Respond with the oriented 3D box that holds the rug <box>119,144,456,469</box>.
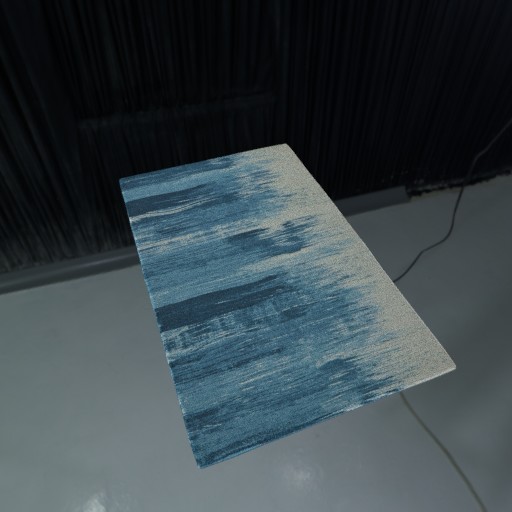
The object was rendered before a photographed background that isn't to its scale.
[{"bbox_3d":[0.000,0.000,3.096,1.540,0.027,2.450,-15,49,-14],"label":"rug"}]
